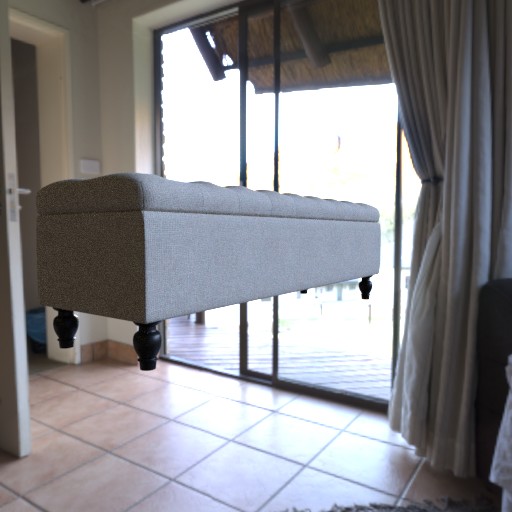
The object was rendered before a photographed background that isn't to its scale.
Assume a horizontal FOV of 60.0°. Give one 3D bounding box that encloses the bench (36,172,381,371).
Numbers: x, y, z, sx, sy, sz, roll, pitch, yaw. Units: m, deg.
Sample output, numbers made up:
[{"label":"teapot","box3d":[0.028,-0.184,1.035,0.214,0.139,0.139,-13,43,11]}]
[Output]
[{"label":"bench","box3d":[0.000,0.000,1.690,0.455,0.467,1.480,2,4,36]}]
